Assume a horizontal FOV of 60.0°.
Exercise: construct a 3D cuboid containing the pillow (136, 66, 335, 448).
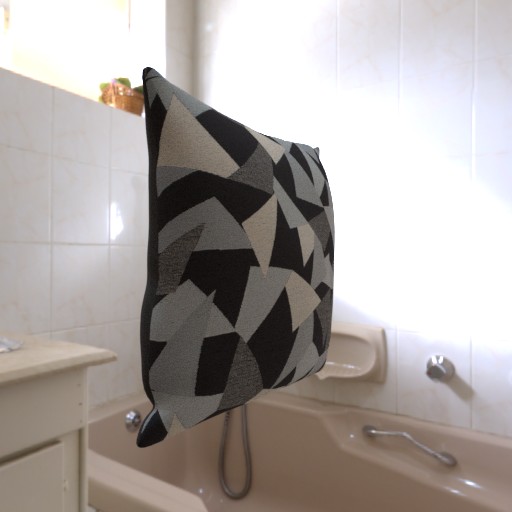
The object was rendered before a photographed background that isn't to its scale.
[{"bbox_3d":[0.000,0.000,0.765,0.208,0.496,0.503,0,-1,36],"label":"pillow"}]
